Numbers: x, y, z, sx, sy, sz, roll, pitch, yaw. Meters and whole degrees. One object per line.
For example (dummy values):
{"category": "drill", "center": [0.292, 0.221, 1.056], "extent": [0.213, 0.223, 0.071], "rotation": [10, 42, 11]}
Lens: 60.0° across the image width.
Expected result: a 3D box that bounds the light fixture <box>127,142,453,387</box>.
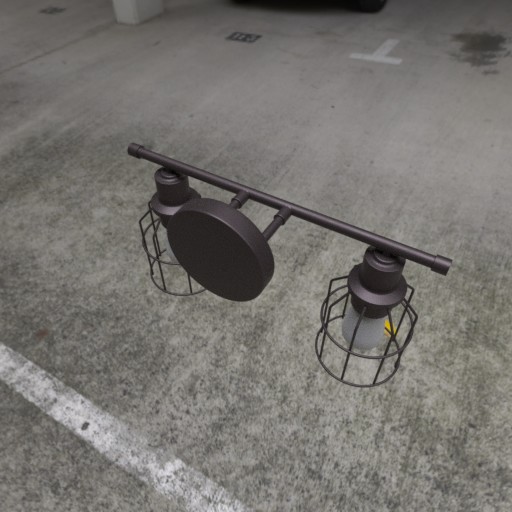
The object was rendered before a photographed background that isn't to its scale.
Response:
{"category": "light fixture", "center": [0.000, 0.000, 0.537], "extent": [0.406, 0.254, 0.165], "rotation": [23, 50, 21]}
